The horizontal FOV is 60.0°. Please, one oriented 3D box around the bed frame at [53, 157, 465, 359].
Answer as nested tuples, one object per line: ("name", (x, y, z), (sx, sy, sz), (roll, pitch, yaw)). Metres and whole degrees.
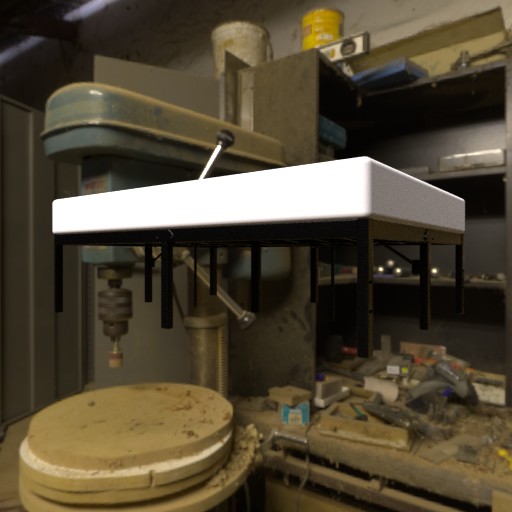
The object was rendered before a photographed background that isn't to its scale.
("bed frame", (0.000, 0.000, 2.569), (1.956, 0.659, 1.408), (0, 0, 37))
